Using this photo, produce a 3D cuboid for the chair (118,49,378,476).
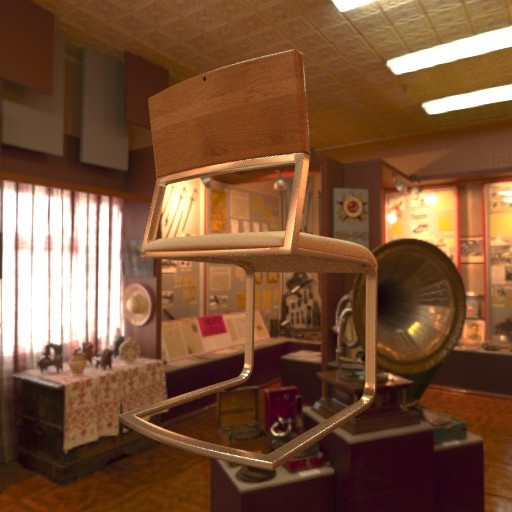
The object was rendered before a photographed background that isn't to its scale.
[{"bbox_3d":[0.000,0.000,1.183,0.467,0.844,0.585,-1,-2,36],"label":"chair"}]
